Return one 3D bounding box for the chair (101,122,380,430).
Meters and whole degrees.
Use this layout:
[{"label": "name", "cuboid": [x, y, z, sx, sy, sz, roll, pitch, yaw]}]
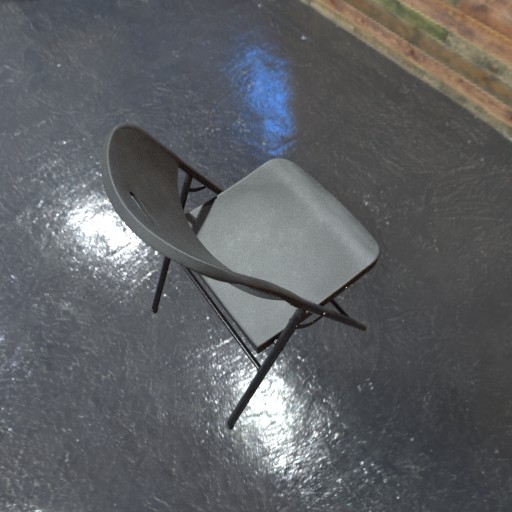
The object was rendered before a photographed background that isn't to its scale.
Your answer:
[{"label": "chair", "cuboid": [0.000, 0.000, 1.158, 0.566, 0.810, 0.494, -31, 63, -18]}]
